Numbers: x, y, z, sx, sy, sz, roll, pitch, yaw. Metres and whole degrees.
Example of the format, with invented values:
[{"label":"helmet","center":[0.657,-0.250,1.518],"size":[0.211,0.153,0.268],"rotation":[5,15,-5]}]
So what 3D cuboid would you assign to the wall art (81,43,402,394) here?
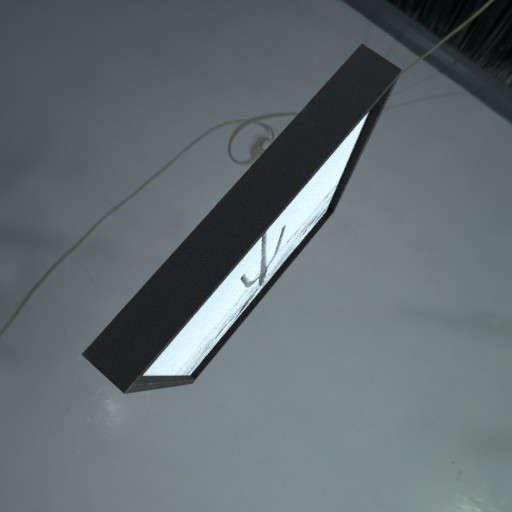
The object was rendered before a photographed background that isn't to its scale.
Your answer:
[{"label":"wall art","center":[0.000,0.000,0.457],"size":[0.038,0.305,0.305],"rotation":[38,78,9]}]
